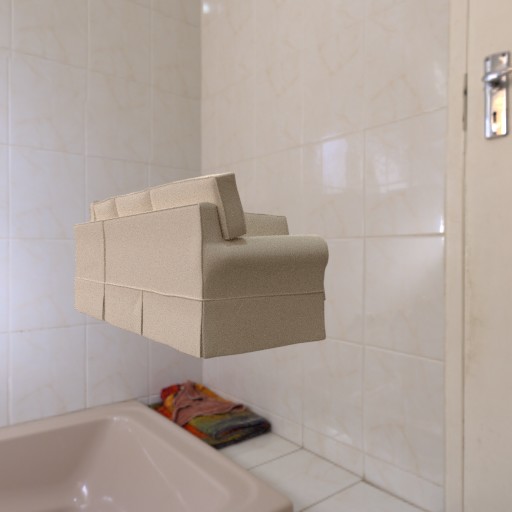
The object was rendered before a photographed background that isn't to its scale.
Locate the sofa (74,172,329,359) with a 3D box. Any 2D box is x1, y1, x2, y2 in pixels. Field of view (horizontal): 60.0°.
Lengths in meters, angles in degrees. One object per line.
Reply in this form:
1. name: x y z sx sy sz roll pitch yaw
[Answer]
1. sofa: 0.000 0.000 4.111 2.597 1.070 2.591 0 1 -37
